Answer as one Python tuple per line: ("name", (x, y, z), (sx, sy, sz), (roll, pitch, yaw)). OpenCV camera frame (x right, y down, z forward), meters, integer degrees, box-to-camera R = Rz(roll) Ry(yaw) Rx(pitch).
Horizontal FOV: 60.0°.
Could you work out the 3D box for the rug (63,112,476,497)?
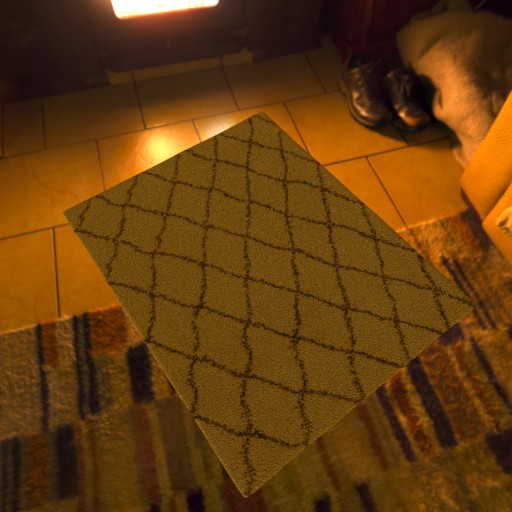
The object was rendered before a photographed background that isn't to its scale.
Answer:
("rug", (0.000, 0.000, 4.040), (2.438, 0.029, 3.047), (-32, 63, -18))
